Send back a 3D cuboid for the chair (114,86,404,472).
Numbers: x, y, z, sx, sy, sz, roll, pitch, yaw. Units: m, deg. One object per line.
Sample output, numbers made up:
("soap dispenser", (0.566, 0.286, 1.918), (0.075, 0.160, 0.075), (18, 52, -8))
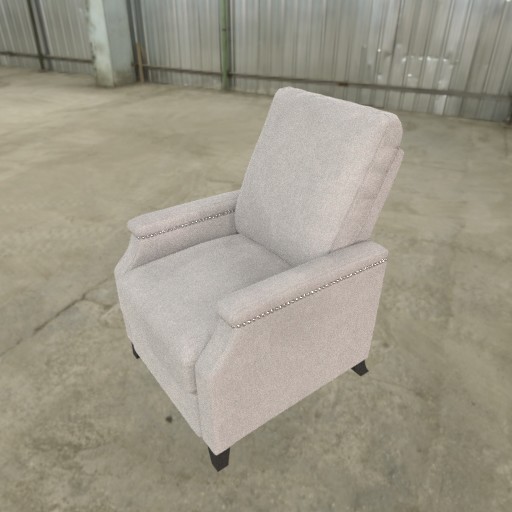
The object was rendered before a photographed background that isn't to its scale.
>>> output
("chair", (0.000, 0.000, 1.645), (0.922, 1.049, 0.710), (-22, 38, -31))
